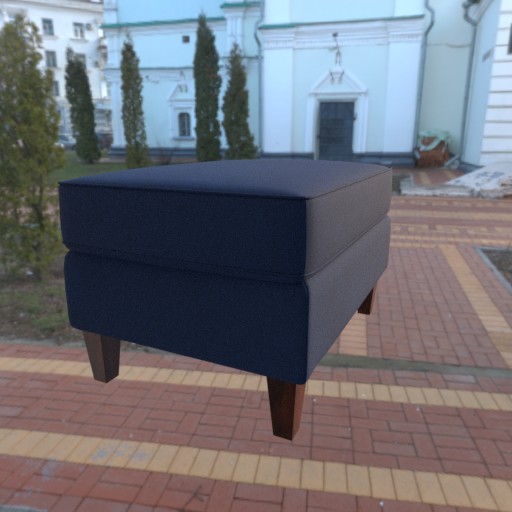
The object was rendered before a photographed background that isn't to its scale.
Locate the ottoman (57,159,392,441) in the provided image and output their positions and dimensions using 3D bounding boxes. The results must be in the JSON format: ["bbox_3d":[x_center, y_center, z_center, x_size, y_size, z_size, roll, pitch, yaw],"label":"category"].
[{"bbox_3d":[0.000,0.000,1.417,0.686,0.584,0.965,7,17,25],"label":"ottoman"}]
